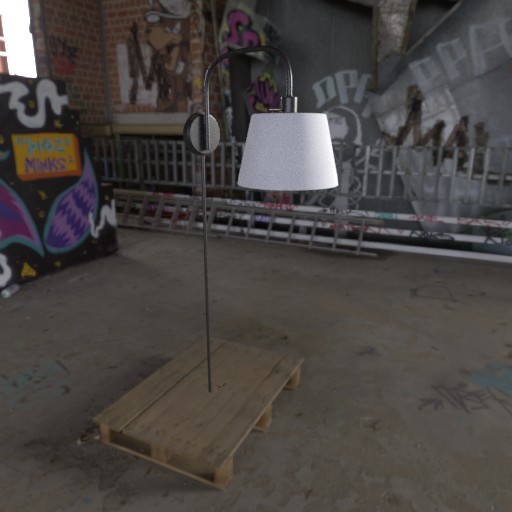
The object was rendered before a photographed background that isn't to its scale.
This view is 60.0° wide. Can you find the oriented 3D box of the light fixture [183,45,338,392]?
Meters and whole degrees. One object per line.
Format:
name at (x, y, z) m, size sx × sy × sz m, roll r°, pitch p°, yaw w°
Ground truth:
light fixture at (0.000, 0.000, 0.459) m, size 0.092 × 0.399 × 0.176 m, roll -15°, pitch 22°, yaw -42°
